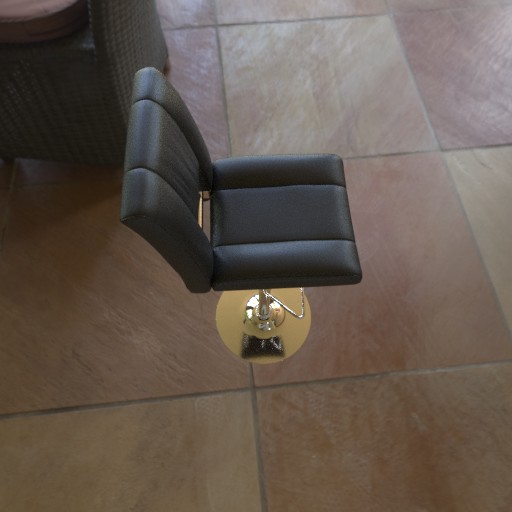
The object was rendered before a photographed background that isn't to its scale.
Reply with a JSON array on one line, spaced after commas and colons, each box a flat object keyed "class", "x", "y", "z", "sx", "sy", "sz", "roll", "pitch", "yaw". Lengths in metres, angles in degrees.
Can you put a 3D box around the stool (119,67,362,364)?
[{"class": "stool", "x": 0.000, "y": 0.000, "z": 1.389, "sx": 0.520, "sy": 1.151, "sz": 0.415, "roll": -3, "pitch": 63, "yaw": -1}]
